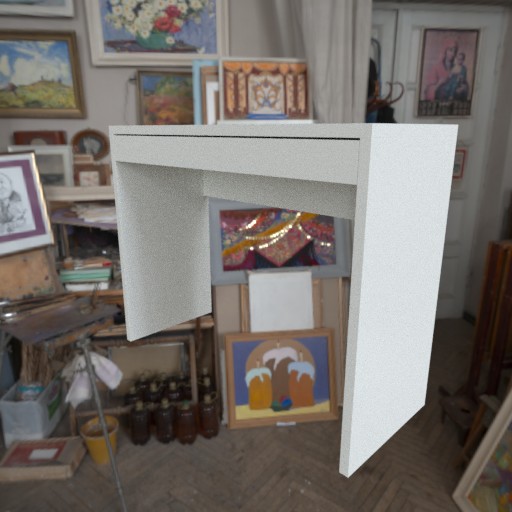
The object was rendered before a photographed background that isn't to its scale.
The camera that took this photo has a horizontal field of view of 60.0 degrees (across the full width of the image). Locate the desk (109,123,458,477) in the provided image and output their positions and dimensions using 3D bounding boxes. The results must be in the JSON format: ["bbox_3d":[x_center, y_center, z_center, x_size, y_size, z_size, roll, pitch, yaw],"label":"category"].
[{"bbox_3d":[0.000,0.000,1.397,1.000,0.790,0.400,15,22,43],"label":"desk"}]
